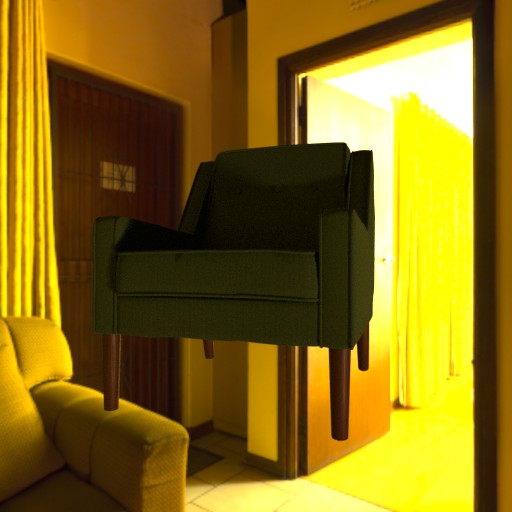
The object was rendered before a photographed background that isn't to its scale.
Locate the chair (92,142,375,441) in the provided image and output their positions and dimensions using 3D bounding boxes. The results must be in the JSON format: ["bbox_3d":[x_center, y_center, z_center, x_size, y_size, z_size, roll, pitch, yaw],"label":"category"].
[{"bbox_3d":[0.000,0.000,1.341,0.663,0.792,0.743,0,0,18],"label":"chair"}]
